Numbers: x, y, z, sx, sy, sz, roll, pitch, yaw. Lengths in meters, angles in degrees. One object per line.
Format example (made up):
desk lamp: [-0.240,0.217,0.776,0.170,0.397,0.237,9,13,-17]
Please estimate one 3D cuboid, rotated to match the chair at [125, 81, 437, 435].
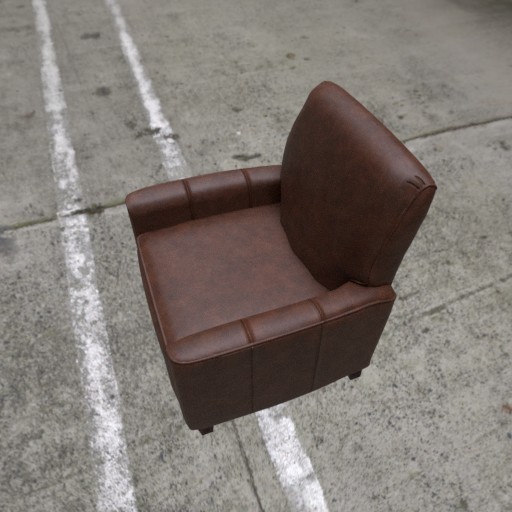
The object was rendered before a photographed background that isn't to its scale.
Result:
chair: [0.000,0.000,1.656,0.850,1.010,0.839,-16,49,-14]
